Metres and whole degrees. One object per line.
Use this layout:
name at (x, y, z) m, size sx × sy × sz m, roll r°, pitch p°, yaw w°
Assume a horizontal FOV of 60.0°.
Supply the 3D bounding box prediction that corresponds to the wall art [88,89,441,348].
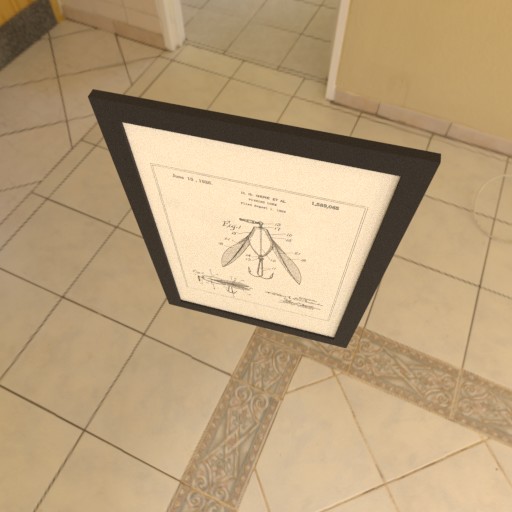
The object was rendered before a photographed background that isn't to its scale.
wall art at (0.000, 0.000, 0.693) m, size 0.380 × 0.534 × 0.013 m, roll 13°, pitch 60°, yaw 8°
